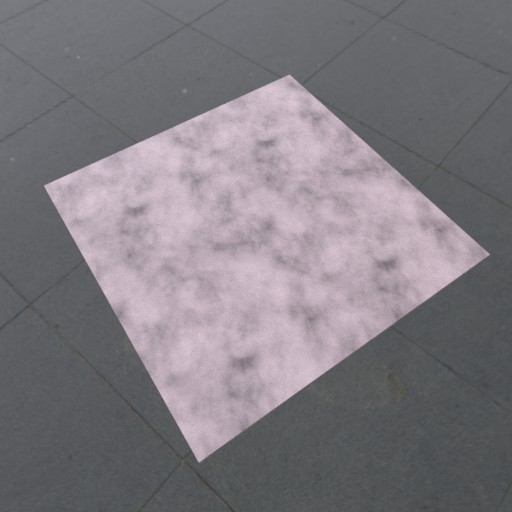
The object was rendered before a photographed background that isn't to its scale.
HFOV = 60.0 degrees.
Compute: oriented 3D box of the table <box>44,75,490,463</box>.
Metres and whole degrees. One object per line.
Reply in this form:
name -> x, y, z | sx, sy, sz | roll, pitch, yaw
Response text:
table -> 0.000, 0.000, 1.056 | 0.670, 0.305, 0.670 | -30, 64, -17
